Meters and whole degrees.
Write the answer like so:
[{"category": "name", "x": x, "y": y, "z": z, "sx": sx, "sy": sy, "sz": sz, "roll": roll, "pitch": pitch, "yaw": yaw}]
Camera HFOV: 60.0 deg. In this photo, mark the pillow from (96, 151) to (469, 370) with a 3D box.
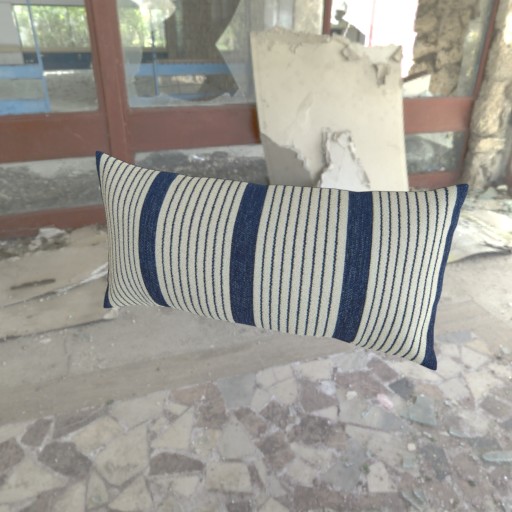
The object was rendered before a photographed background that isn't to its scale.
[{"category": "pillow", "x": 0.000, "y": 0.000, "z": 0.733, "sx": 0.608, "sy": 0.292, "sz": 0.156, "roll": 8, "pitch": 27, "yaw": 16}]
